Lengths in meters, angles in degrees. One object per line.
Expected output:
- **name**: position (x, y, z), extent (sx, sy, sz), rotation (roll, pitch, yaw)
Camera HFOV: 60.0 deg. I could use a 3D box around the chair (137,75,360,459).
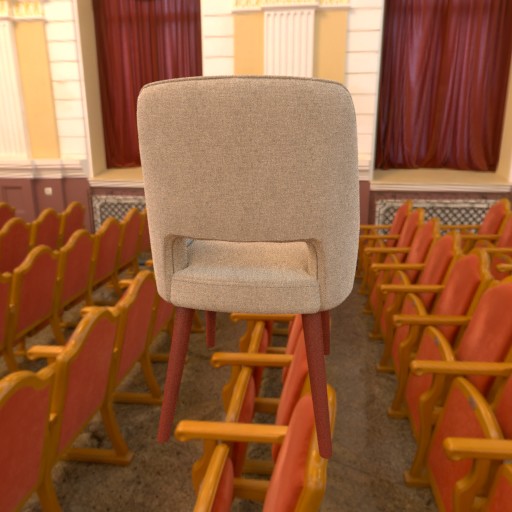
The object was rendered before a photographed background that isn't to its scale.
- **chair**: position (0.000, 0.000, 1.210), extent (0.548, 0.849, 0.605), rotation (2, 15, 8)
